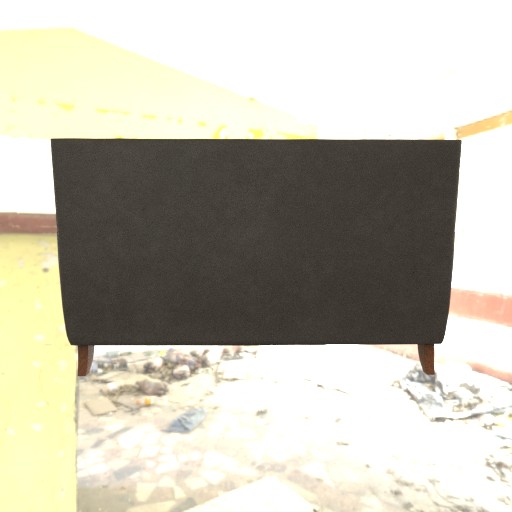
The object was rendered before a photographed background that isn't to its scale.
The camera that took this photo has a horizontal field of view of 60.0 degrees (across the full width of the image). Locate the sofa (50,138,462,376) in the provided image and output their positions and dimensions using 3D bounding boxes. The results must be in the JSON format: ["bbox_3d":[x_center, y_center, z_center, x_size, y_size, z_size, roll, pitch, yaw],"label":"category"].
[{"bbox_3d":[0.000,0.000,1.978,1.473,0.871,0.787,0,2,-1],"label":"sofa"}]
